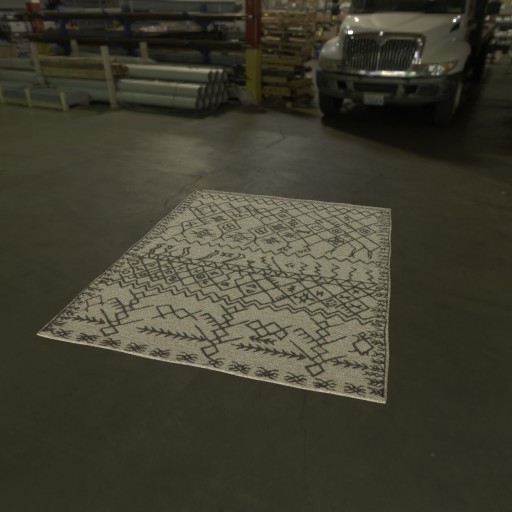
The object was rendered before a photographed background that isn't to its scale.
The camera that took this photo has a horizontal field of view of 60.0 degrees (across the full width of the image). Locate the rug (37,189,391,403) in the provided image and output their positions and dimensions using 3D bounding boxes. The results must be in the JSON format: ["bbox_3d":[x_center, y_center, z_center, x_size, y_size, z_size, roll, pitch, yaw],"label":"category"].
[{"bbox_3d":[0.000,0.000,3.346,1.964,0.025,2.455,8,30,13],"label":"rug"}]
